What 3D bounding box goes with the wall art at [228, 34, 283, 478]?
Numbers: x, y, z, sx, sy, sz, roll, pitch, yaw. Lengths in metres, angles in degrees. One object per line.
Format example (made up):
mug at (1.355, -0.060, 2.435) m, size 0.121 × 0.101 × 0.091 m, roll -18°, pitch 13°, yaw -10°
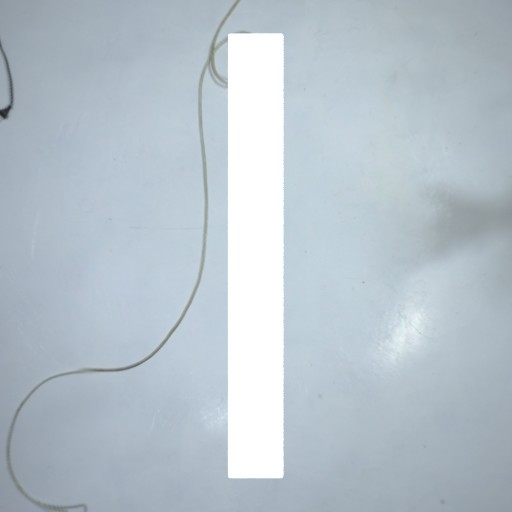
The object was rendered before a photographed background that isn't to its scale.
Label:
wall art at (0.000, 0.000, 0.455) m, size 0.038 × 0.305 × 0.305 m, roll 0°, pitch 90°, yaw 0°
